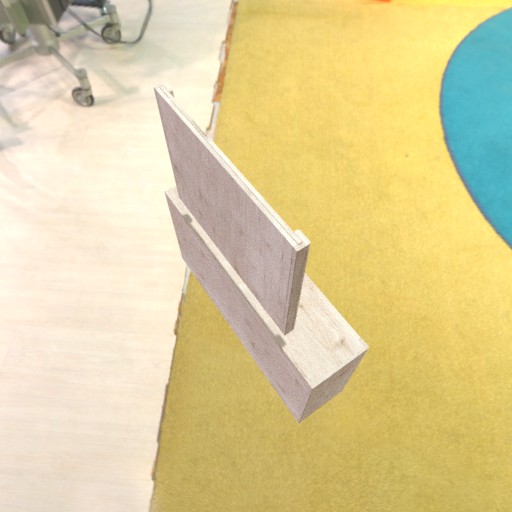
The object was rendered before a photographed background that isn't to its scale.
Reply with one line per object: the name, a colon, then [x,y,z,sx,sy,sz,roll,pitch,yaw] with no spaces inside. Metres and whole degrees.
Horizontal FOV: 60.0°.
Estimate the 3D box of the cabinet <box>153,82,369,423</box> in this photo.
cabinet: [0.000,0.000,2.805,0.420,1.981,1.700,-30,63,-17]
